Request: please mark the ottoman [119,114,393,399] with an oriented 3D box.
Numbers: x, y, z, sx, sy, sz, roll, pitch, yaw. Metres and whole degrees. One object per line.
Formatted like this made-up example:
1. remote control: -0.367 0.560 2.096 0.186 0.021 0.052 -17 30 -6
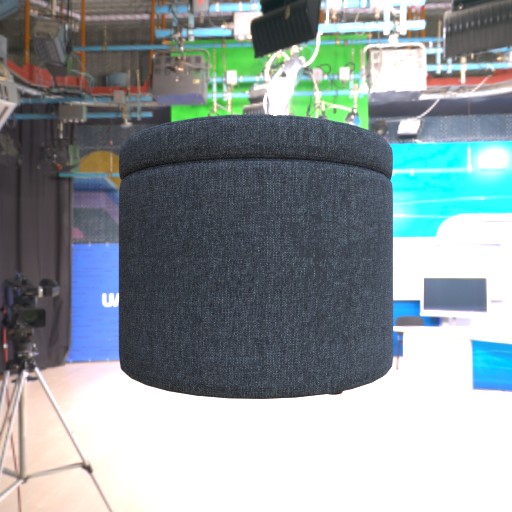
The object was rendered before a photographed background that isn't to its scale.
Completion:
1. ottoman: 0.000 0.000 0.844 0.500 0.419 0.500 0 0 0
